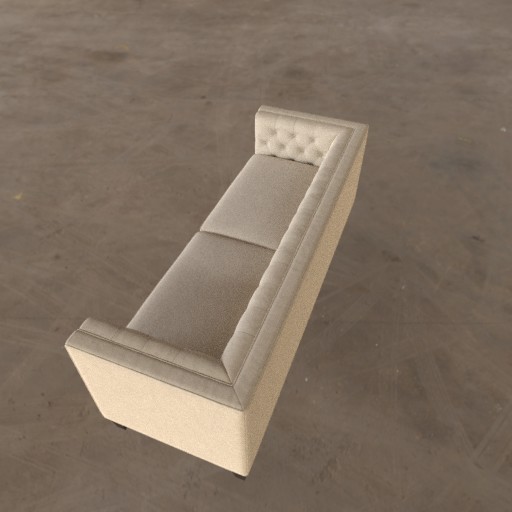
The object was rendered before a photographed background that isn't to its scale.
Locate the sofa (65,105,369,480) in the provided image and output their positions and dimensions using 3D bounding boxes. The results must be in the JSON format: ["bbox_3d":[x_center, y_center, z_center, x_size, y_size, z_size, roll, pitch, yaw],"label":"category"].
[{"bbox_3d":[0.000,0.000,2.599,0.775,0.762,2.159,16,47,15],"label":"sofa"}]
